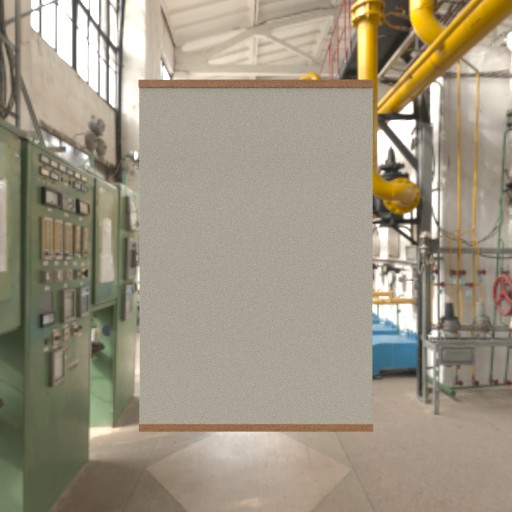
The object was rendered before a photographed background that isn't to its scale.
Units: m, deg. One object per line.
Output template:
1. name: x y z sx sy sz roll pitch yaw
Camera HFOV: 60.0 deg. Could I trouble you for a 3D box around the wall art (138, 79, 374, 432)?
1. wall art: 0.000 0.000 1.925 1.019 1.527 0.019 0 0 0
